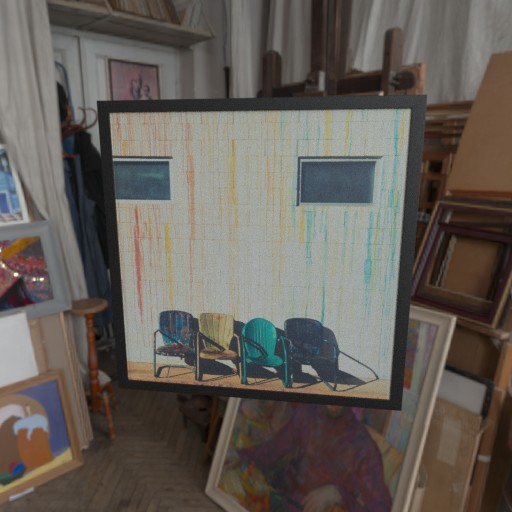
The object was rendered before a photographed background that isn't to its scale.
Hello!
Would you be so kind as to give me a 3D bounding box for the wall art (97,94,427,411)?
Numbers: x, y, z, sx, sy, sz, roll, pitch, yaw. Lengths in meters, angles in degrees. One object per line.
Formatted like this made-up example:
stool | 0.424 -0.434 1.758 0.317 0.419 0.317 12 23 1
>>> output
wall art | 0.000 0.000 0.455 0.304 0.304 0.038 2 13 8
